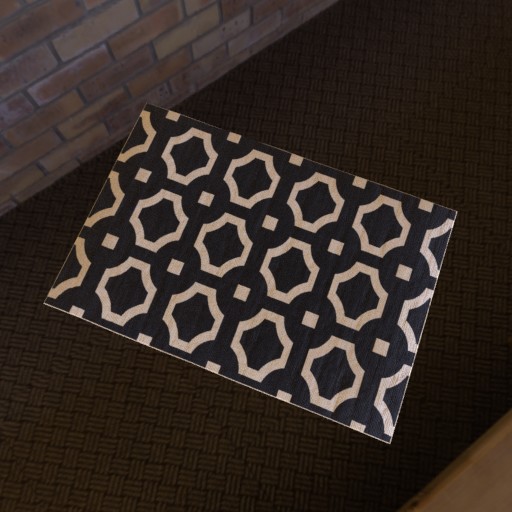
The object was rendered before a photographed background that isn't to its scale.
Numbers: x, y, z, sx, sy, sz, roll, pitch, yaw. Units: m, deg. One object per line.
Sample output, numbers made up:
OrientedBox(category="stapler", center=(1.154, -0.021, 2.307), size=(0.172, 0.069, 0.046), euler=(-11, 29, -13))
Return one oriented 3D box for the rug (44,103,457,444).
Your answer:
OrientedBox(category="rug", center=(0.000, 0.000, 2.885), size=(2.286, 0.016, 1.555), euler=(21, 76, 5))
